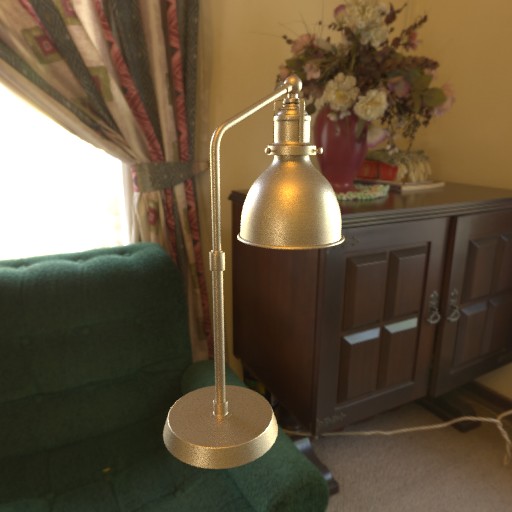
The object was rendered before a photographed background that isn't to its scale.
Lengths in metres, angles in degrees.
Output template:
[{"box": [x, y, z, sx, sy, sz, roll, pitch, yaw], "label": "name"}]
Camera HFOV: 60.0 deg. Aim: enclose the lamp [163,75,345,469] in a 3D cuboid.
[{"box": [0.000, 0.000, 0.584, 0.286, 0.456, 0.153, -14, 21, -43], "label": "lamp"}]
